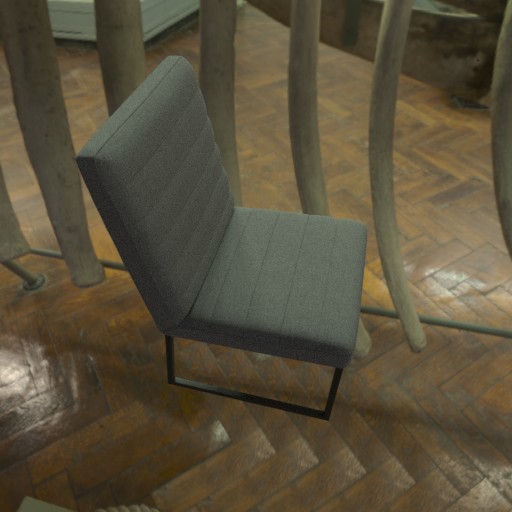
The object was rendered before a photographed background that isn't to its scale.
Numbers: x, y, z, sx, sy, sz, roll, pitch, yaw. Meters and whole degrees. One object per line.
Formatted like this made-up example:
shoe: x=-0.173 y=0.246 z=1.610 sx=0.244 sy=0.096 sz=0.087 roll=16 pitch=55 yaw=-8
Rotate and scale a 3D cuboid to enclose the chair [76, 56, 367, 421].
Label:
chair: x=0.000 y=0.000 z=1.304 sx=0.634 sy=0.930 sz=0.520 roll=10 pitch=47 yaw=9
